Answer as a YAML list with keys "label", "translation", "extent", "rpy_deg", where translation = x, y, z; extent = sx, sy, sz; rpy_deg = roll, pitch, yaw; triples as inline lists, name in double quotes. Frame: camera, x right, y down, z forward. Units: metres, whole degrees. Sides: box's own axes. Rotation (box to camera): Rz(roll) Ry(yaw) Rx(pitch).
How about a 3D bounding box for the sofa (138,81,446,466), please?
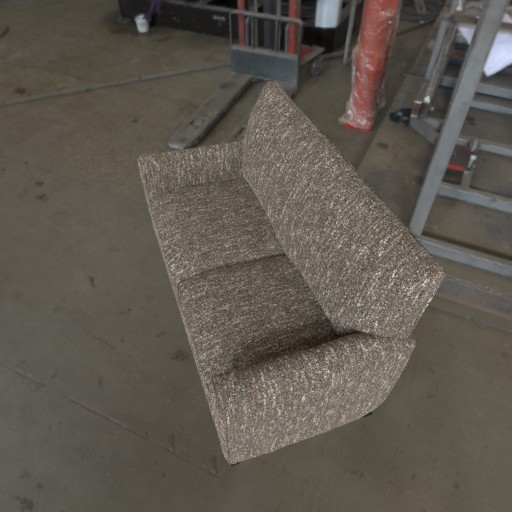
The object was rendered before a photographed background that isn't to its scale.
- label: "sofa"
  translation: [0.000, 0.000, 2.065]
  extent: [0.801, 0.946, 1.519]
  rpy_deg: [-15, 48, -14]
